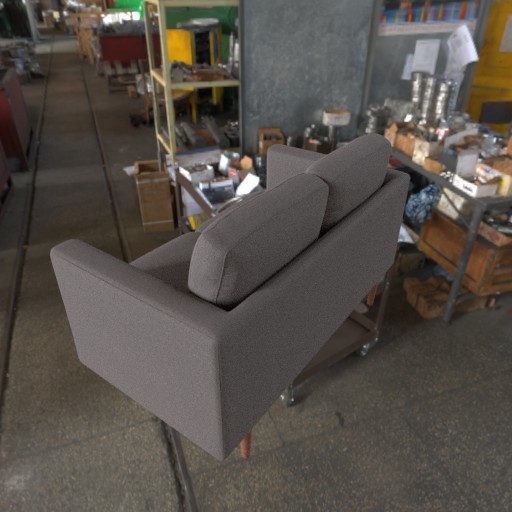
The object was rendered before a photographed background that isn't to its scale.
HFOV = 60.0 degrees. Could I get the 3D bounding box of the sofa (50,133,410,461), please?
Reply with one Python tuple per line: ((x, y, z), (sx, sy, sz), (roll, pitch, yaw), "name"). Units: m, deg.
((0.000, 0.000, 1.940), (0.796, 0.908, 1.430), (21, 38, 30), "sofa")
